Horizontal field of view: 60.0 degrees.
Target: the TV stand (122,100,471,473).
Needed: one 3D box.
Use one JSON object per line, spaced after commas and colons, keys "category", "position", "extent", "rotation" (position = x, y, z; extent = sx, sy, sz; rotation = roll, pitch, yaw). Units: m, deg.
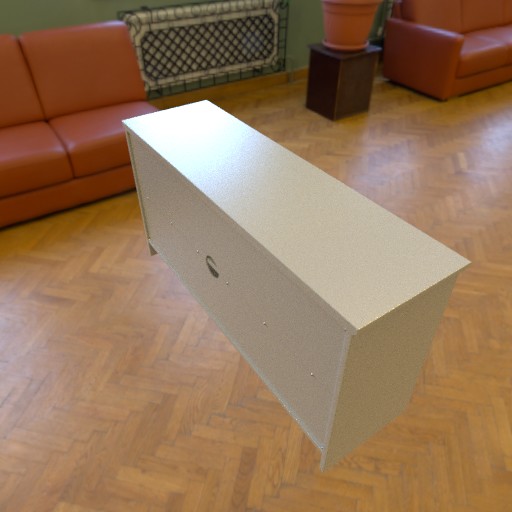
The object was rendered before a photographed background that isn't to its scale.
{"category": "TV stand", "position": [0.000, 0.000, 1.456], "extent": [0.344, 0.603, 1.167], "rotation": [-24, 45, -26]}
